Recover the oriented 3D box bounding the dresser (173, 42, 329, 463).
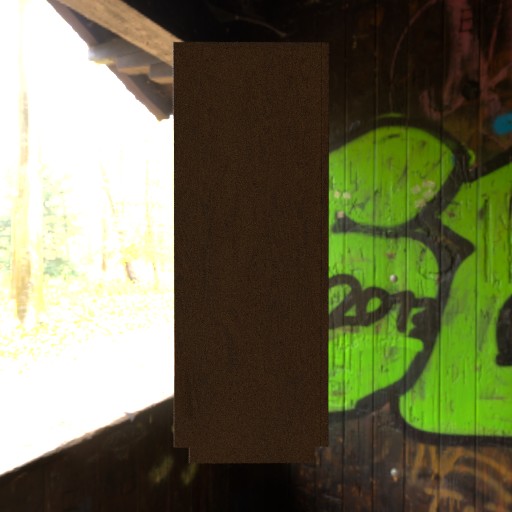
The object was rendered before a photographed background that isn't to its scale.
[{"bbox_3d":[0.000,0.000,1.845,0.516,1.320,0.964,0,1,-1],"label":"dresser"}]
